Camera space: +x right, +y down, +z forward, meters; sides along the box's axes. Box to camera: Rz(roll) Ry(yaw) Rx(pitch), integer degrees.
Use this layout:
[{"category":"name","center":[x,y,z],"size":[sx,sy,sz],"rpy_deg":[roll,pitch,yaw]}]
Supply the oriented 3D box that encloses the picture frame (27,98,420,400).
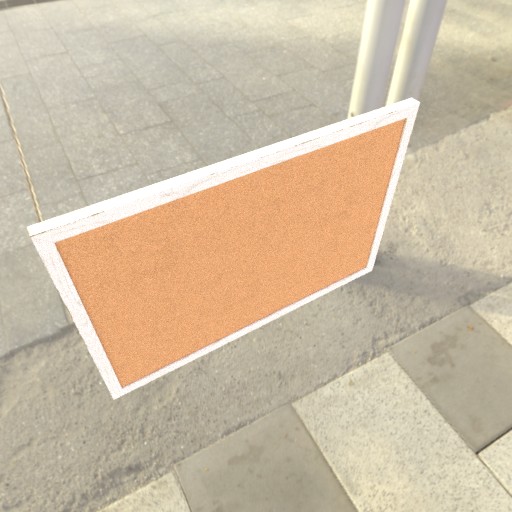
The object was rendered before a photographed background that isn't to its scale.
[{"category":"picture frame","center":[0.000,0.000,1.194],"size":[0.950,0.640,0.029],"rpy_deg":[-23,51,-21]}]
